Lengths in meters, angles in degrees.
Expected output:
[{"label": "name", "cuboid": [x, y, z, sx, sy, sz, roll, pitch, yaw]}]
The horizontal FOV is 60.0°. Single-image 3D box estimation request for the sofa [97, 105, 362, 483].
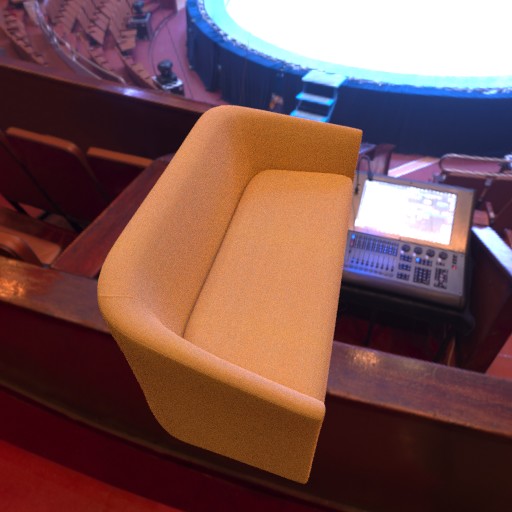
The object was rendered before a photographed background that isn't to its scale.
[{"label": "sofa", "cuboid": [0.000, 0.000, 1.797, 0.705, 0.721, 1.452, 10, 46, 9]}]
